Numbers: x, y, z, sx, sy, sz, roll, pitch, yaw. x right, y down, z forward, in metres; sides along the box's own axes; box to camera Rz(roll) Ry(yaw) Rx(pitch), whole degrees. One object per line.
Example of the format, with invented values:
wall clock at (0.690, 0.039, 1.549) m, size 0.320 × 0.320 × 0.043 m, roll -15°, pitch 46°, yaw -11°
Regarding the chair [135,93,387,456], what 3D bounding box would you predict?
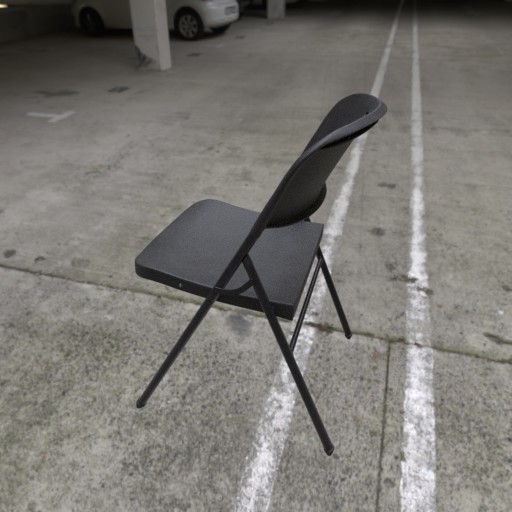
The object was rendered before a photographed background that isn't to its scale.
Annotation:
chair at (0.000, 0.000, 1.182) m, size 0.566 × 0.810 × 0.494 m, roll 8°, pitch 31°, yaw 14°
